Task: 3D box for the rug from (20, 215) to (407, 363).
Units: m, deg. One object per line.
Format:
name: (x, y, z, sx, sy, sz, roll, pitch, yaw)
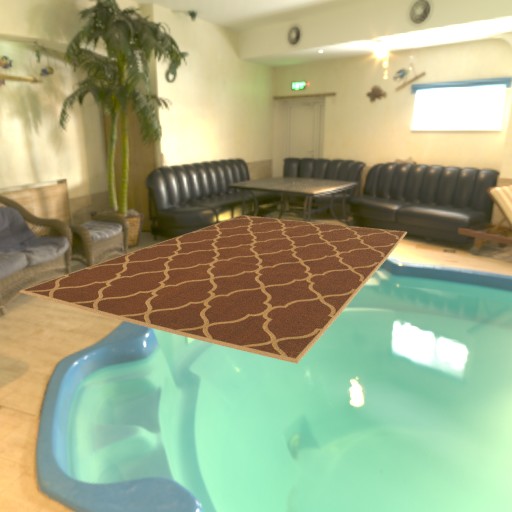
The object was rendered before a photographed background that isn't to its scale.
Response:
rug: (0.000, 0.000, 2.866, 1.526, 0.014, 2.290, 8, 18, 26)
